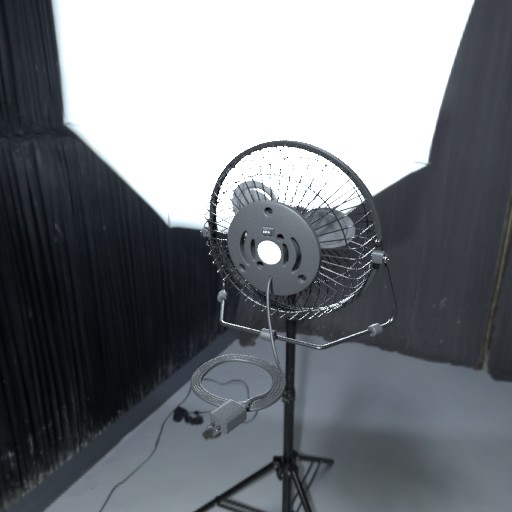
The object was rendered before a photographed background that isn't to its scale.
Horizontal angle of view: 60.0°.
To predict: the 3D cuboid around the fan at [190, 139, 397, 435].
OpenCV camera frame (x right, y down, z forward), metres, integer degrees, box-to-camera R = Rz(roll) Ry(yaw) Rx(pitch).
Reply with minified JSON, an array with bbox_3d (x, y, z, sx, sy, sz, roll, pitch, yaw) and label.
[{"bbox_3d":[0.000,0.000,0.381,0.209,0.188,0.227,9,20,26],"label":"fan"}]
